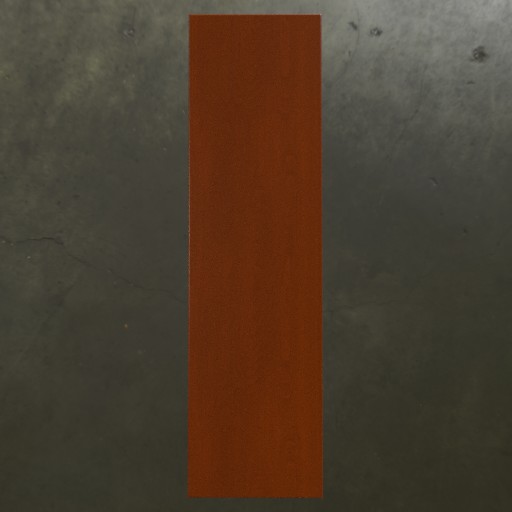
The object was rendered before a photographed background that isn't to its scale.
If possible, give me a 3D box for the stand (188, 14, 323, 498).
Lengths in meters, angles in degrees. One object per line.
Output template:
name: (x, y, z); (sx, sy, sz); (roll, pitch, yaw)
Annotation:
stand: (0.000, 0.000, 1.635); (0.381, 0.762, 1.372); (0, 89, 0)
